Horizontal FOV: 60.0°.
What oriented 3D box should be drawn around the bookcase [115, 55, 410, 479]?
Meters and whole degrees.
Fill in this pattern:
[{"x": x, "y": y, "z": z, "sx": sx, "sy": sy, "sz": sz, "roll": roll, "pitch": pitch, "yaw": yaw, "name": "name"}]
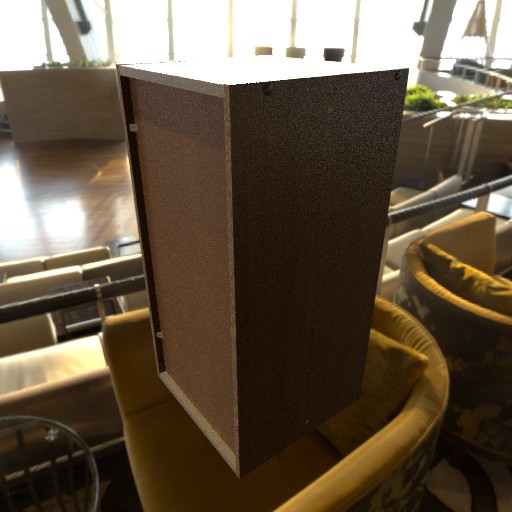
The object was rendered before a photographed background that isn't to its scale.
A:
[{"x": 0.000, "y": 0.000, "z": 0.758, "sx": 0.290, "sy": 0.600, "sz": 0.300, "roll": -19, "pitch": 34, "yaw": -32, "name": "bookcase"}]
